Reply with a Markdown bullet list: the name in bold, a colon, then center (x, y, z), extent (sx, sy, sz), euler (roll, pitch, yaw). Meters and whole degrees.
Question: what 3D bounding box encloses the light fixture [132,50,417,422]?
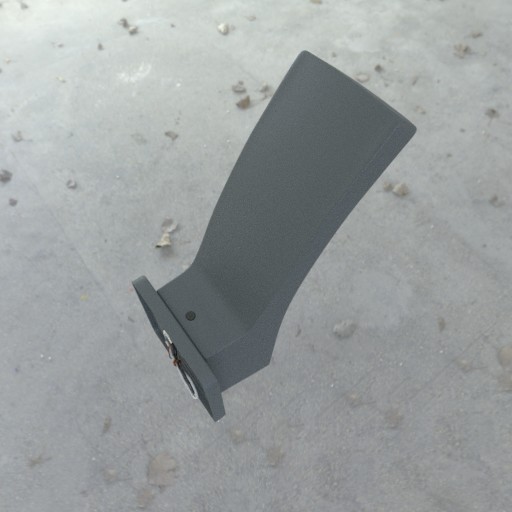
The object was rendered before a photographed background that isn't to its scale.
- **light fixture**: center (0.000, 0.000, 0.329), extent (0.174, 0.243, 0.108), euler (-32, 62, -19)
